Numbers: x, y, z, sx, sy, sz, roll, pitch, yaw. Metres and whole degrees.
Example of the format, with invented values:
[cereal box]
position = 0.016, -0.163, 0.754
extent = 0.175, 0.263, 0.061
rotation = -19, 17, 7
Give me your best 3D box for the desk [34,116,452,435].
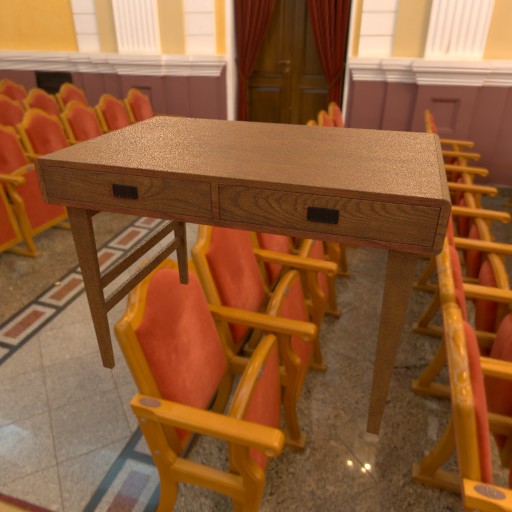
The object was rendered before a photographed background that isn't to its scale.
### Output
[desk]
position = 0.000, 0.000, 1.507
extent = 1.066, 0.754, 0.660
rotation = 9, 29, 16
